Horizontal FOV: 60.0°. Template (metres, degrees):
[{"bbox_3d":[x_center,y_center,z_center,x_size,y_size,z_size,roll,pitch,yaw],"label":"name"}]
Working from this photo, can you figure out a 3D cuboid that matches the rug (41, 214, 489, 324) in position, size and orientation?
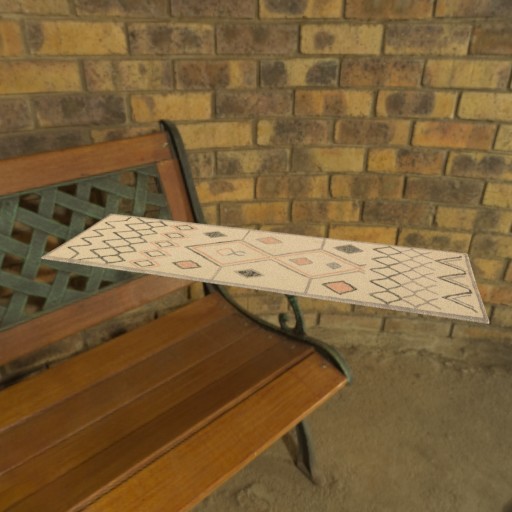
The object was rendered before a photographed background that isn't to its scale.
[{"bbox_3d":[0.000,0.000,2.647,2.435,0.011,0.750,7,27,14],"label":"rug"}]
